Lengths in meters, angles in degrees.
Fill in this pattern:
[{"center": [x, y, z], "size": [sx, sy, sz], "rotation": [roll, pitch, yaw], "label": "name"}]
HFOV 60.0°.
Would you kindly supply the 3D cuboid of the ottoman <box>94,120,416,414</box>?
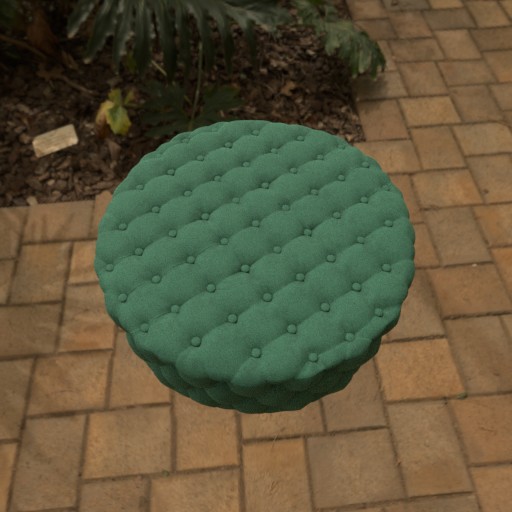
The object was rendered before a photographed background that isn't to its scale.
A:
[{"center": [0.000, 0.000, 1.506], "size": [0.998, 0.399, 0.998], "rotation": [0, 58, 0], "label": "ottoman"}]
